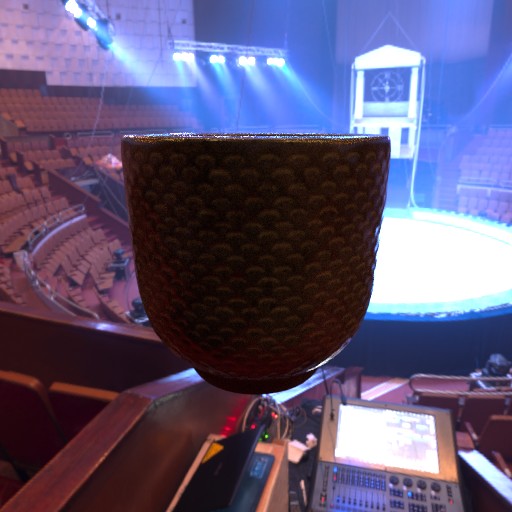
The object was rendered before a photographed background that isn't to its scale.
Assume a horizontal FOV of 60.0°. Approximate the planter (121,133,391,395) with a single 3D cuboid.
[{"bbox_3d":[0.000,0.000,0.360,0.197,0.191,0.197,0,16,0],"label":"planter"}]
